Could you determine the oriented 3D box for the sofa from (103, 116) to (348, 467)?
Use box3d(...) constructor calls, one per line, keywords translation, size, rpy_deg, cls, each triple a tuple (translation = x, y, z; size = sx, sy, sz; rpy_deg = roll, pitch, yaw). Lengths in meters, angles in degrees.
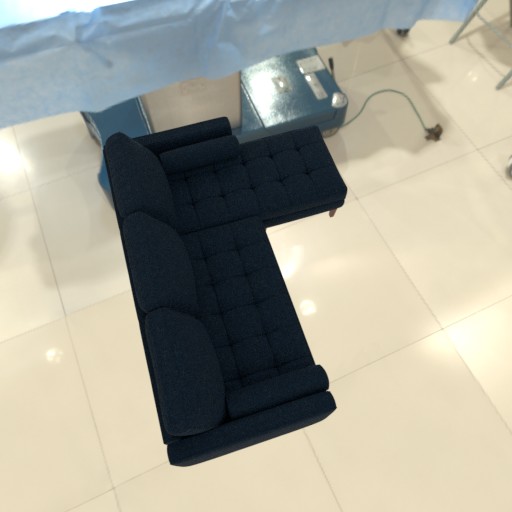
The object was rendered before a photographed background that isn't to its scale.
box3d(translation=(0.000, 0.000, 2.948), size=(1.613, 0.841, 2.185), rpy_deg=(-16, 65, -8), cls="sofa")
